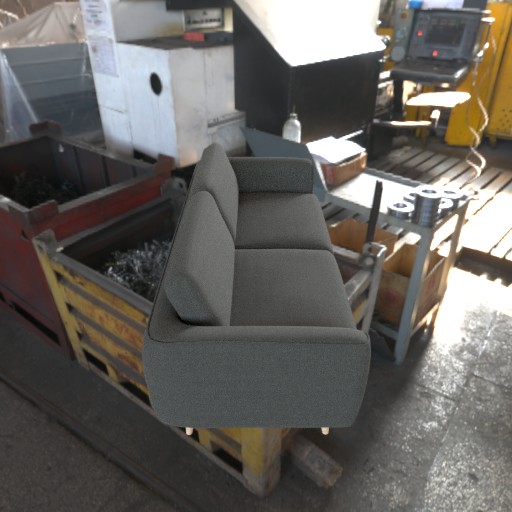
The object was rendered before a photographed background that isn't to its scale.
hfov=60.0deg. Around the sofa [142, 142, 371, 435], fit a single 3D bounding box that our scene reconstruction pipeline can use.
[{"bbox_3d":[0.000,0.000,2.525,0.920,0.850,2.000,0,32,0],"label":"sofa"}]
